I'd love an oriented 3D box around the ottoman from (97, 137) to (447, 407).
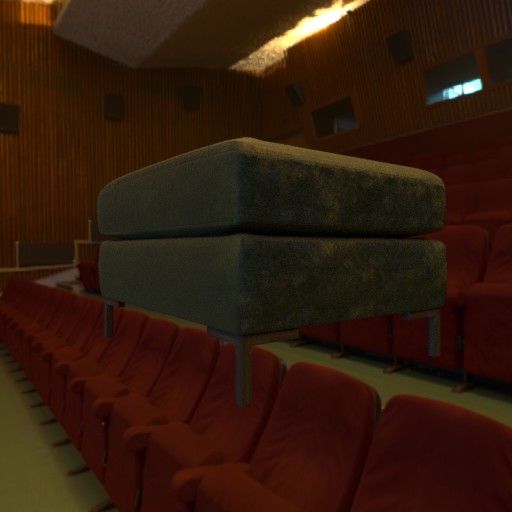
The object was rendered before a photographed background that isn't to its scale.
[{"bbox_3d":[0.000,0.000,1.326,0.701,0.538,0.839,-1,1,-36],"label":"ottoman"}]
